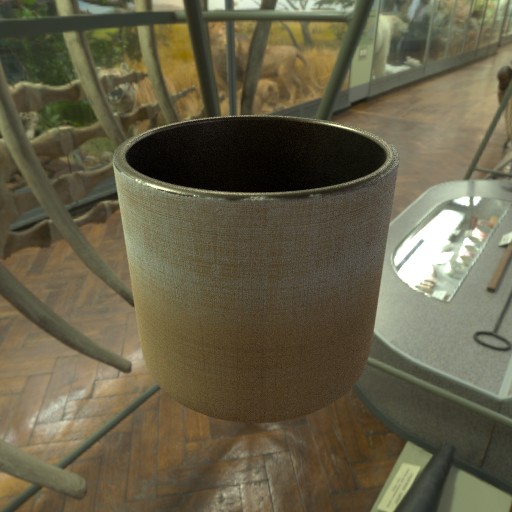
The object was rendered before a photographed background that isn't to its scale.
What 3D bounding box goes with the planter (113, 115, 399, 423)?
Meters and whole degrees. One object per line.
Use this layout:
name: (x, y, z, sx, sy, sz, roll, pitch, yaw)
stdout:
planter: (0.000, 0.000, 0.396, 0.221, 0.201, 0.221, 0, 30, 0)
